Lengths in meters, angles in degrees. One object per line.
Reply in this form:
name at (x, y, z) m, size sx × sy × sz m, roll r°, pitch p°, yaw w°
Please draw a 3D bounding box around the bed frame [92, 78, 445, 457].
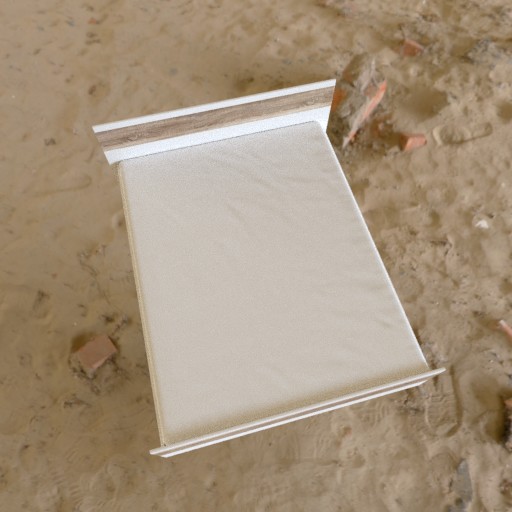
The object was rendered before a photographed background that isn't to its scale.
bed frame at (0.000, 0.000, 2.974) m, size 1.720 × 0.800 × 2.060 m, roll -13°, pitch 64°, yaw -7°
